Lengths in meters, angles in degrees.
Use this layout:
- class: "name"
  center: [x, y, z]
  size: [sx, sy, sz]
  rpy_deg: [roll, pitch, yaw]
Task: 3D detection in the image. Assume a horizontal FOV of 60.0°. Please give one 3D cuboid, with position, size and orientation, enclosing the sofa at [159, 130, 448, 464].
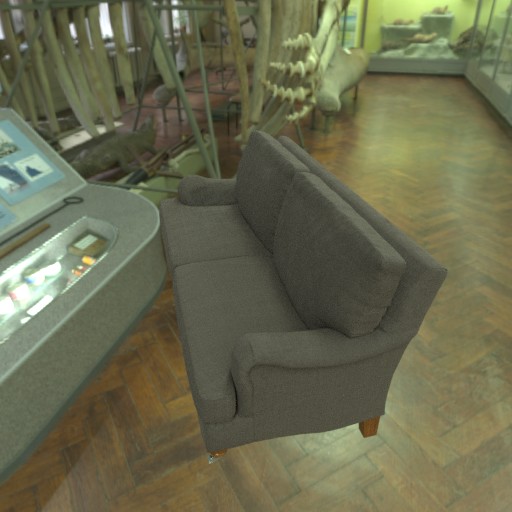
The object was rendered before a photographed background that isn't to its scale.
- class: "sofa"
  center: [0.000, 0.000, 2.775]
  size: [1.086, 1.087, 2.165]
  rpy_deg: [-8, 31, -13]
